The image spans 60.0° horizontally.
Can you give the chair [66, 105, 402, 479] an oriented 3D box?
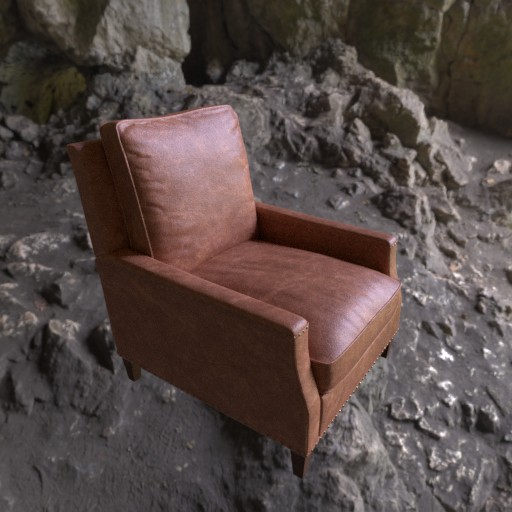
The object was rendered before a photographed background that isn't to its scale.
[{"bbox_3d":[0.000,0.000,1.763,1.035,1.054,0.854,17,30,31],"label":"chair"}]
